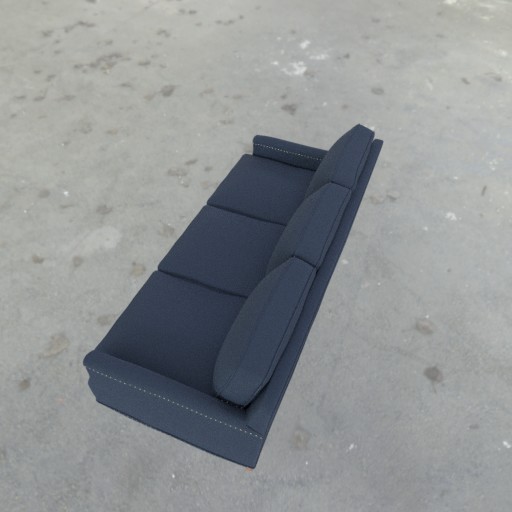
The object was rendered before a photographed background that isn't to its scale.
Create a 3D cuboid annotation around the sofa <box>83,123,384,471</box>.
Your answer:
[{"bbox_3d":[0.000,0.000,2.855,1.084,1.003,2.246,17,50,15],"label":"sofa"}]
